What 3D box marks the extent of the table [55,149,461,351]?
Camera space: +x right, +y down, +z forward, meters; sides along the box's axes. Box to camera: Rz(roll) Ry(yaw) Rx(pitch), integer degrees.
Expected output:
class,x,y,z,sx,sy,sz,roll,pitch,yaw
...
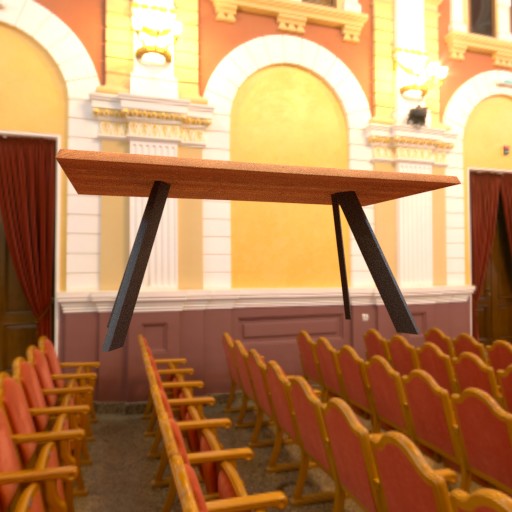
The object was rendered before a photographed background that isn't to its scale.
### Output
class,x,y,z,sx,sy,sz,roll,pitch,yaw
table,0.000,0.000,2.297,1.800,0.770,0.900,0,-1,-17
